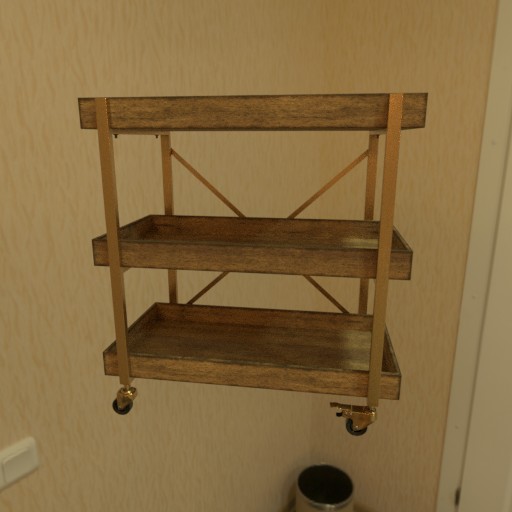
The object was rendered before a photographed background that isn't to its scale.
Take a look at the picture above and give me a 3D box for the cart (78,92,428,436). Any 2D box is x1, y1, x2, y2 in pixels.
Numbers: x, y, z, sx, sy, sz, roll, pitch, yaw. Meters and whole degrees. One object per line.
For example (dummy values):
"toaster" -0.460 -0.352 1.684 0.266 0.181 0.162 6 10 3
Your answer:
"cart" 0.000 0.000 1.214 0.750 0.799 0.416 2 15 9
